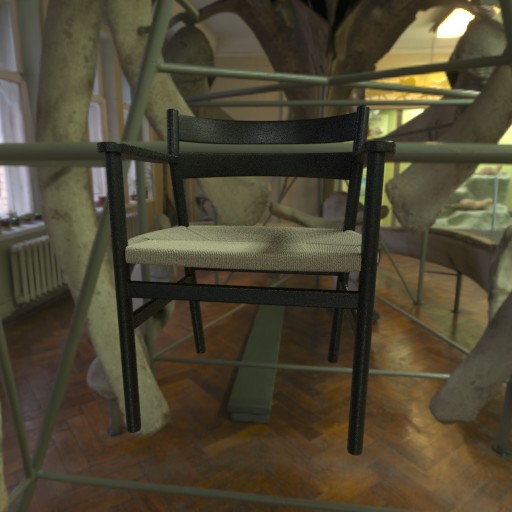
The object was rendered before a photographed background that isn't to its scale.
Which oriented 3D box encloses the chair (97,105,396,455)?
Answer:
[{"bbox_3d":[0.000,0.000,1.169,0.630,0.775,0.508,2,13,9],"label":"chair"}]
